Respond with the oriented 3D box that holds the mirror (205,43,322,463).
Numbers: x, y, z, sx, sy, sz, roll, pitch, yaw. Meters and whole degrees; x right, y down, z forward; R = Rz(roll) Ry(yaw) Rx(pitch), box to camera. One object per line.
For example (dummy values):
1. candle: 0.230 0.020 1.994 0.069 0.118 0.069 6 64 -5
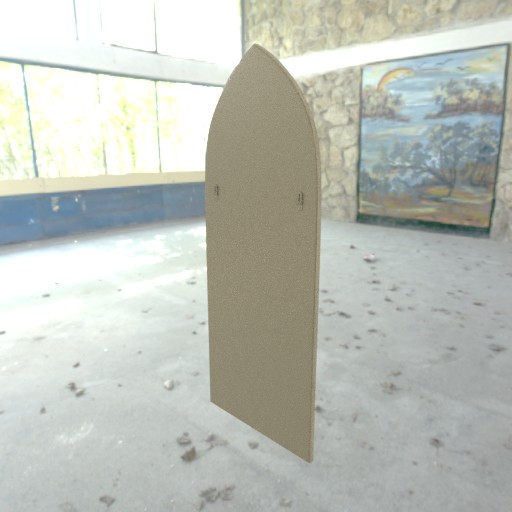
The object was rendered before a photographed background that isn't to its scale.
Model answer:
1. mirror: 0.000 0.000 1.330 0.025 1.175 0.464 -13 19 -43
